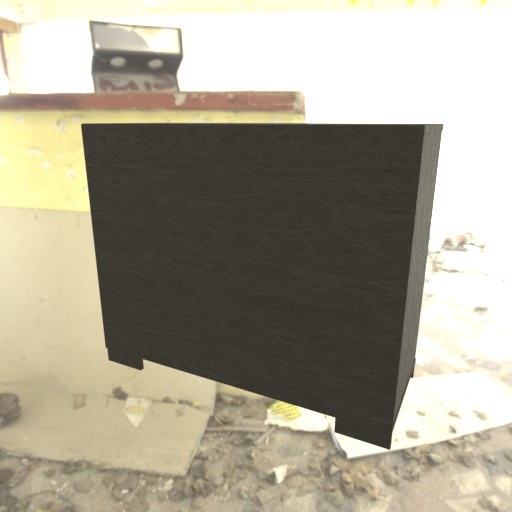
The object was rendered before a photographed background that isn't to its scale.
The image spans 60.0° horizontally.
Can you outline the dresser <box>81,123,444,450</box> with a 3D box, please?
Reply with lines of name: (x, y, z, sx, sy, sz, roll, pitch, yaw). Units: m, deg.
dresser: (0.000, 0.000, 1.425, 0.994, 0.816, 0.404, 9, 19, 26)
